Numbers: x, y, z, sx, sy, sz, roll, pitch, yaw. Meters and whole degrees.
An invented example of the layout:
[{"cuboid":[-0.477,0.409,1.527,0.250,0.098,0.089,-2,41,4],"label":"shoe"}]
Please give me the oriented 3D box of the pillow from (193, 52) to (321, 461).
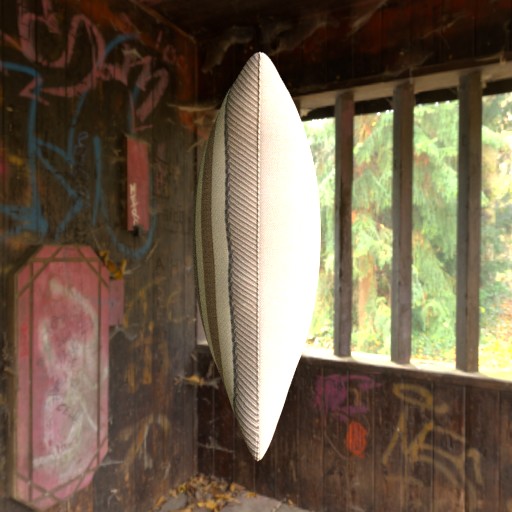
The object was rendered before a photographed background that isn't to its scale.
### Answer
[{"cuboid":[0.000,0.000,0.633,0.173,0.401,0.416,0,1,-1],"label":"pillow"}]
